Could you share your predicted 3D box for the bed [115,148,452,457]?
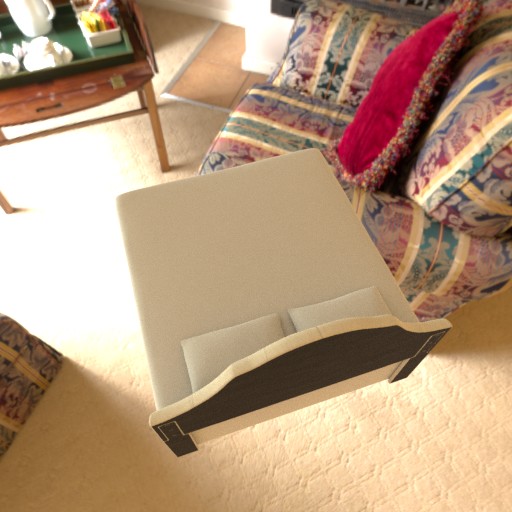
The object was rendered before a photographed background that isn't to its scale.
[{"bbox_3d":[0.000,0.000,3.367,2.012,1.555,2.086,-15,58,-10],"label":"bed"}]
